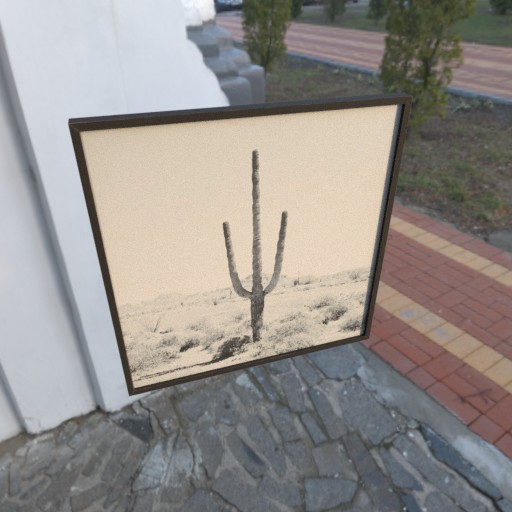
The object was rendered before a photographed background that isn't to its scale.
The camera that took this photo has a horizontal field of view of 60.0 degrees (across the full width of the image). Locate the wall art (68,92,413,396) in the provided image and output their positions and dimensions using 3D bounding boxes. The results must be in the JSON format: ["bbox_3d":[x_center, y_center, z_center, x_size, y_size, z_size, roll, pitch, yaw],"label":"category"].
[{"bbox_3d":[0.000,0.000,1.158,0.762,0.762,0.038,-10,33,-15],"label":"wall art"}]
